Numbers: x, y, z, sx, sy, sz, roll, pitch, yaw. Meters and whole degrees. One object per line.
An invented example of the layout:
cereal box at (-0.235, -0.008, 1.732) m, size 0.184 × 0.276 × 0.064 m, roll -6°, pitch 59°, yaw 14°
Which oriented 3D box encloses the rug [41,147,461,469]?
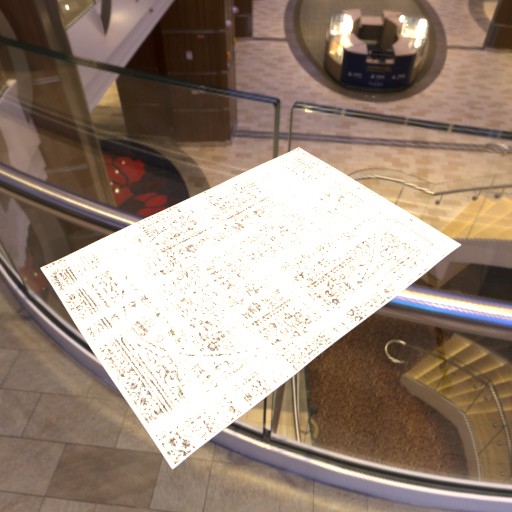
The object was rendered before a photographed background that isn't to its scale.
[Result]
rug at (0.000, 0.000, 3.103) m, size 2.438 × 0.026 × 1.706 m, roll -30°, pitch 52°, yaw -27°
